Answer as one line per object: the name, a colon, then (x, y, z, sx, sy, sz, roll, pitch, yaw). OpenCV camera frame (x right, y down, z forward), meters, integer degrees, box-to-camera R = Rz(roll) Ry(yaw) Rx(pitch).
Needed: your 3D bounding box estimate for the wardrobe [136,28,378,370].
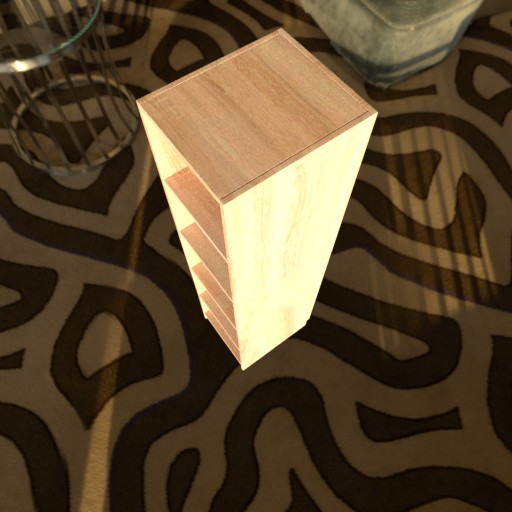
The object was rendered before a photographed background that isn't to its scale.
wardrobe: (0.000, 0.000, 2.346, 0.588, 2.117, 0.496, -33, 68, -15)
